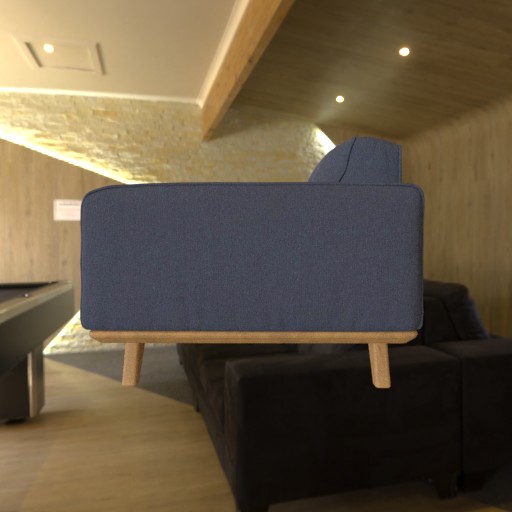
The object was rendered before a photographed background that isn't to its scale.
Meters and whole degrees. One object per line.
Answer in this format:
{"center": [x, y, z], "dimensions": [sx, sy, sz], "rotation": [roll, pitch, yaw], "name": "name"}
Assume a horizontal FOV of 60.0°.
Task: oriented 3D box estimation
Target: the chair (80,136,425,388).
{"center": [0.000, 0.000, 1.741], "dimensions": [0.953, 0.783, 1.118], "rotation": [0, 1, 1], "name": "chair"}
